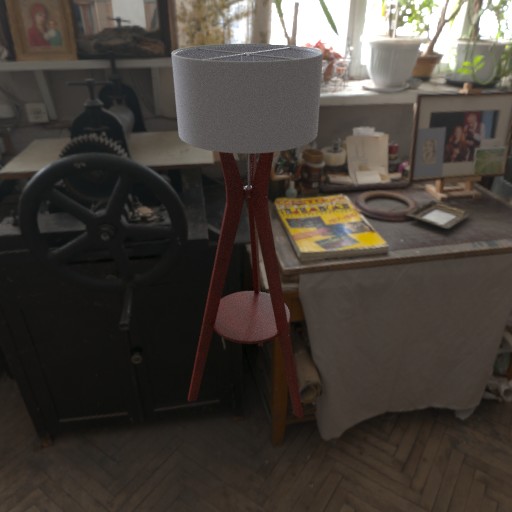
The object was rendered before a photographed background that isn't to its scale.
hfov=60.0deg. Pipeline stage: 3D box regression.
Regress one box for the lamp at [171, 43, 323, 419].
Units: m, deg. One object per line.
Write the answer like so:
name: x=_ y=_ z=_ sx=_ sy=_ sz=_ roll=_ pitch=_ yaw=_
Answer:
lamp: x=0.000 y=0.000 z=1.752 sx=0.542 sy=1.472 sz=0.539 roll=24 pitch=38 yaw=34
